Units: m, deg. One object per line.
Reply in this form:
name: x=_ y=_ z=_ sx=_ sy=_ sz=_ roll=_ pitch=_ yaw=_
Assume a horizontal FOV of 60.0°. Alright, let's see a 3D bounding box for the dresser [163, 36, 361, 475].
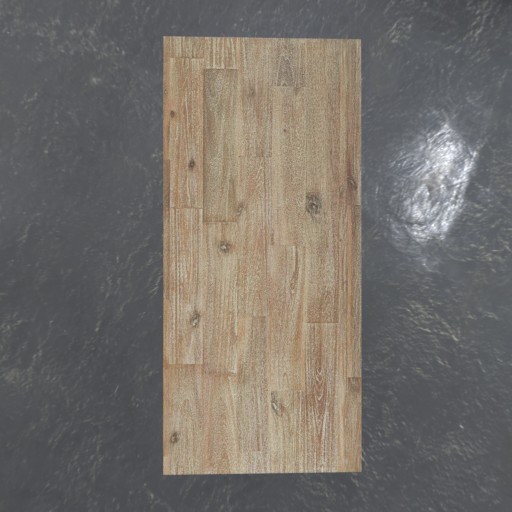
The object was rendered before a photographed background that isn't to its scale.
dresser: x=0.000 y=0.000 z=1.529 sx=0.455 sy=1.029 sz=0.998 roll=0 pitch=90 yaw=-2
